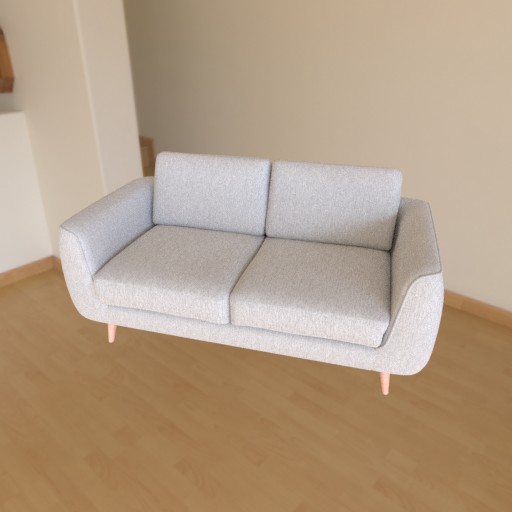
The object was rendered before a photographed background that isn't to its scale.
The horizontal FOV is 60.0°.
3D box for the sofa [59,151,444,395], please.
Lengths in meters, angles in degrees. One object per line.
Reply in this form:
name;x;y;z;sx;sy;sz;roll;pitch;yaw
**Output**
sofa;0.000;0.000;2.261;1.700;0.850;0.920;7;28;14
